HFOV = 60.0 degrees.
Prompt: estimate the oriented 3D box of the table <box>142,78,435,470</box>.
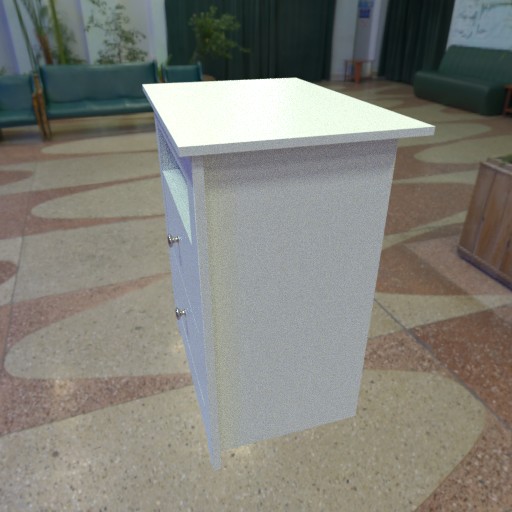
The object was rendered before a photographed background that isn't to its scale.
[{"bbox_3d":[0.000,0.000,1.061,0.406,0.711,0.589,-9,30,-15],"label":"table"}]
